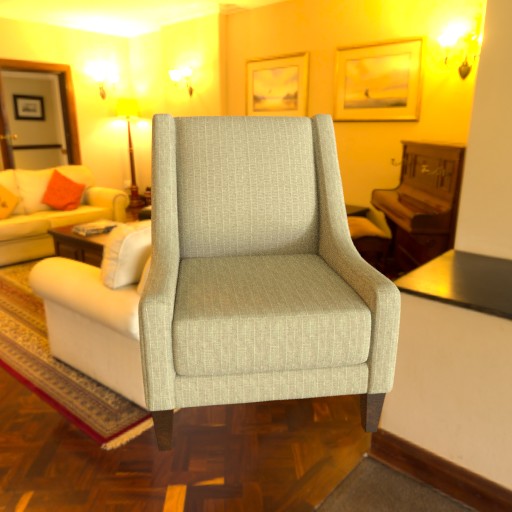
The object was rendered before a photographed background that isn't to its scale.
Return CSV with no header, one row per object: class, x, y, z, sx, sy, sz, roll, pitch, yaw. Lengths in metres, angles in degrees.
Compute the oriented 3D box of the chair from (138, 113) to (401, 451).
chair,0.000,0.000,1.625,0.774,1.014,0.870,-2,16,-7
